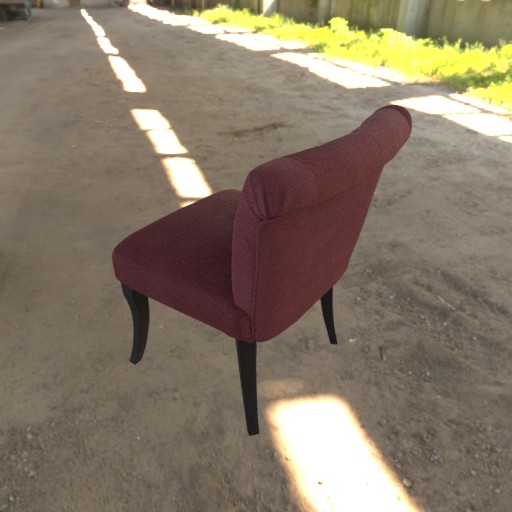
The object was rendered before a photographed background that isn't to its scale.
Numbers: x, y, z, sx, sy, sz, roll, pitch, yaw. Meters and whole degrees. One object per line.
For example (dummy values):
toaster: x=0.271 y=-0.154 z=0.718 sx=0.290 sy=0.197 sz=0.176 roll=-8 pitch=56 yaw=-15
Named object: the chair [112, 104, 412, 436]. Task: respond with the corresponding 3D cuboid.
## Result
chair: x=0.000 y=0.000 z=1.182 sx=0.605 sy=0.750 sz=0.582 roll=21 pitch=38 yaw=31
